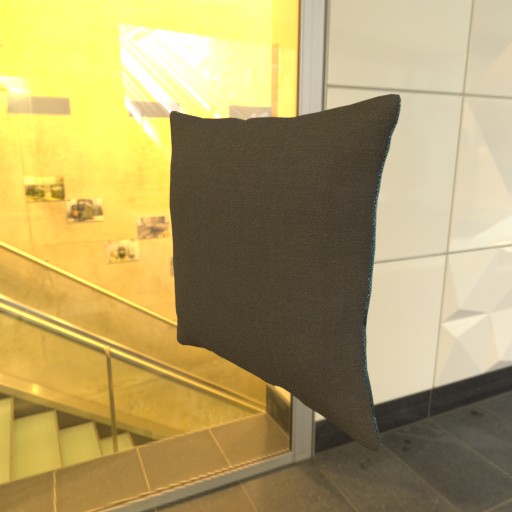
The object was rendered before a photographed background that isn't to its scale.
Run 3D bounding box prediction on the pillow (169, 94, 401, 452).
[{"bbox_3d":[0.000,0.000,0.653,0.138,0.430,0.436,-13,19,-43],"label":"pillow"}]
